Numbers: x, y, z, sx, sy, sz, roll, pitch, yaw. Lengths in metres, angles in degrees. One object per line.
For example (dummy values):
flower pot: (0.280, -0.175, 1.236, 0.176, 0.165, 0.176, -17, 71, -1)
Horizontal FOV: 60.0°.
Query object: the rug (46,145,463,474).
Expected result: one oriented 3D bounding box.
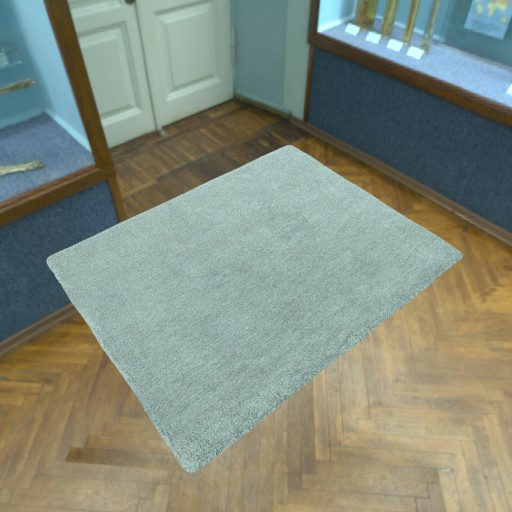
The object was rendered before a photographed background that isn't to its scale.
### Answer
rug: (0.000, 0.000, 3.899, 2.933, 0.027, 2.332, -31, 54, -26)
